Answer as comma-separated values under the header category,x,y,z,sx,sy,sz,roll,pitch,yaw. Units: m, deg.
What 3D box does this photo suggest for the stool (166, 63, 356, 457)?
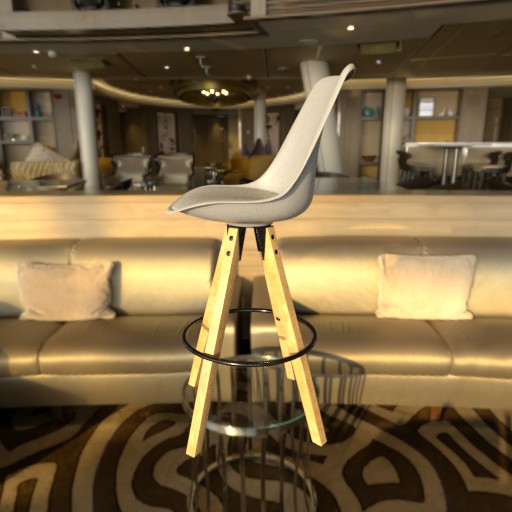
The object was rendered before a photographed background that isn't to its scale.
category,x,y,z,sx,sy,sz,roll,pitch,yaw
stool,0.000,0.000,1.418,0.550,1.115,0.485,-2,14,-7
